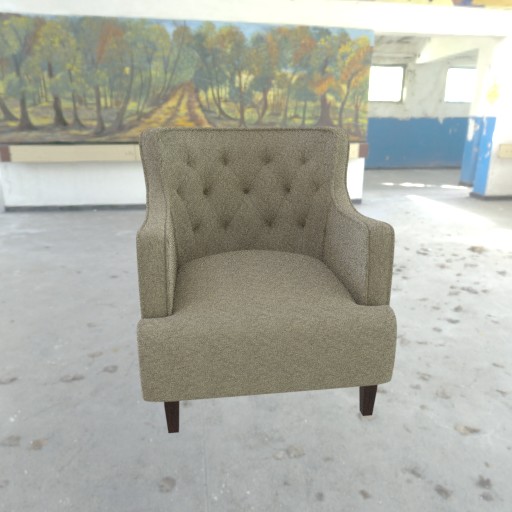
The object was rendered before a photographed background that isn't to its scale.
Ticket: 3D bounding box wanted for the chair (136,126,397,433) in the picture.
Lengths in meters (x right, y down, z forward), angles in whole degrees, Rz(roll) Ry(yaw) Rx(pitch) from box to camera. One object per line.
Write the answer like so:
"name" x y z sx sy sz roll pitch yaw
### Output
"chair" 0.000 0.000 1.680 0.820 0.920 0.910 -2 18 -7
